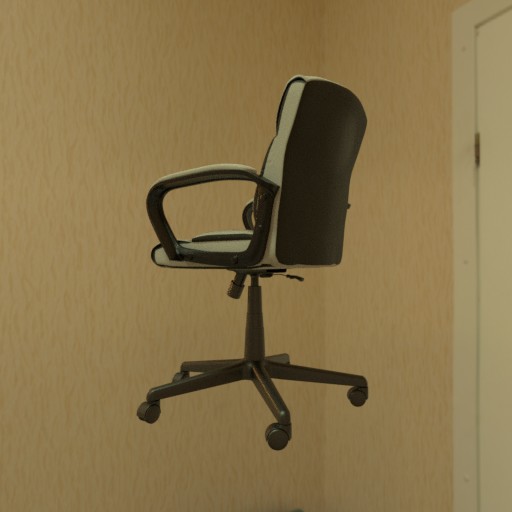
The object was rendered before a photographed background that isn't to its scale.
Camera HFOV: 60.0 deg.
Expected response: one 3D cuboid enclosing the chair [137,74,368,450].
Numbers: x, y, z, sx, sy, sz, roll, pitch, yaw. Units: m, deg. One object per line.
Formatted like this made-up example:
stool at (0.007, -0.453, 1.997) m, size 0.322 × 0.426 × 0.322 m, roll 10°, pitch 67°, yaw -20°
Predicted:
chair at (0.000, 0.000, 1.523) m, size 0.717 × 1.004 × 0.739 m, roll -1°, pitch -1°, yaw 36°
